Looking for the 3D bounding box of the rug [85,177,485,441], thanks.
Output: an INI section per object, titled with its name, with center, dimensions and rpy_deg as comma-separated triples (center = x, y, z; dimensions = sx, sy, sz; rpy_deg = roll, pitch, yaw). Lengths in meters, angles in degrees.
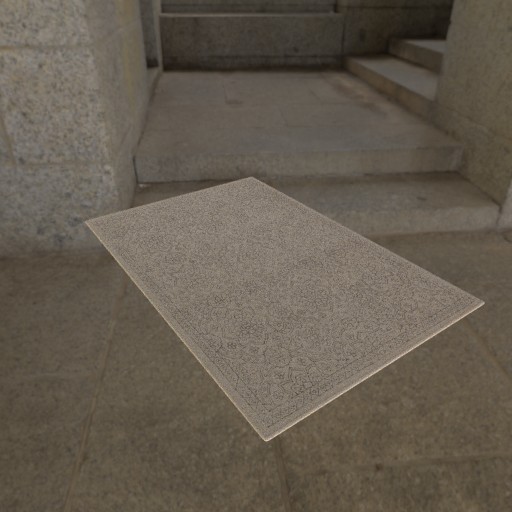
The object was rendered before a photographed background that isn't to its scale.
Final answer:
[rug]
center = 0.000, 0.000, 2.894
dimensions = 1.524, 0.011, 2.286
rpy_deg = -20, 37, -29
